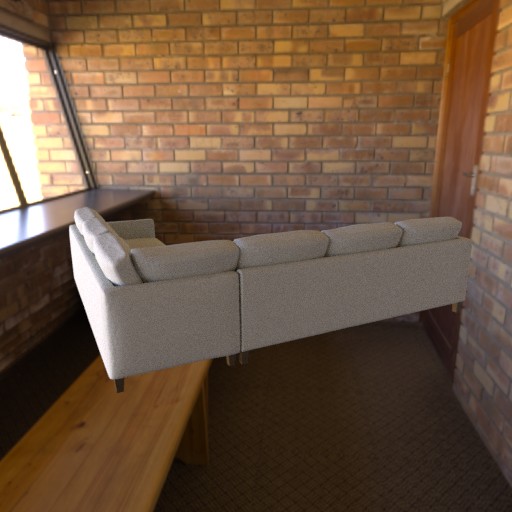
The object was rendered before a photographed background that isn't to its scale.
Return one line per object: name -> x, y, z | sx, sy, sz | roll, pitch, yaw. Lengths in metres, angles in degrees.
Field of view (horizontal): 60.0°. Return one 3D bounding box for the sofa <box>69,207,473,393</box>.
sofa -> 0.000, 0.000, 4.515 | 3.333, 0.934, 2.522 | -7, 16, -26
